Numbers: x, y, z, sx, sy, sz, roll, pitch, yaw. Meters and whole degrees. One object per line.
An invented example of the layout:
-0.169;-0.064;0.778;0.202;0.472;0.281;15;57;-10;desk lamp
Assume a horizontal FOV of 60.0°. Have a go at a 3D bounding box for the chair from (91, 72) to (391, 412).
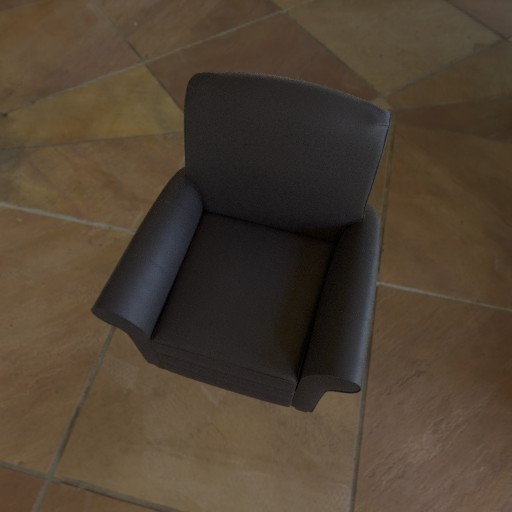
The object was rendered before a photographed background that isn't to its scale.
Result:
0.000;0.000;1.791;0.978;1.061;0.902;14;59;9;chair
